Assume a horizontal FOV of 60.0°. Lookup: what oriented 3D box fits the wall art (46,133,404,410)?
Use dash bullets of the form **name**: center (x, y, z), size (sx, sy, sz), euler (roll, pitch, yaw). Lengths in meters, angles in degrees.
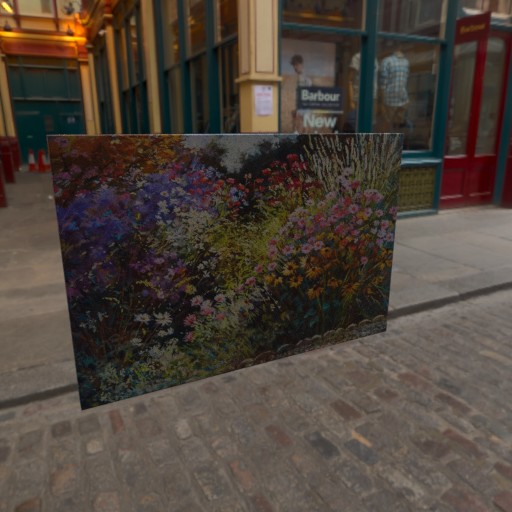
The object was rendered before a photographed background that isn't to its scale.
- **wall art**: center (0.000, 0.000, 1.138), size (0.908, 0.604, 0.037), euler (-8, 18, -26)
